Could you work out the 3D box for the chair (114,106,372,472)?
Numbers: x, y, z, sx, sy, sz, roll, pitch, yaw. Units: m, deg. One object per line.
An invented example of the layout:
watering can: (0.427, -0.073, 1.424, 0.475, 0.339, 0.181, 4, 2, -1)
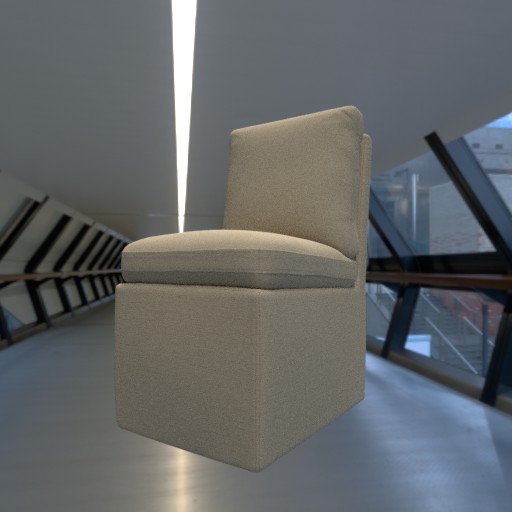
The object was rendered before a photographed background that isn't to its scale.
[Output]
chair: (0.000, 0.000, 1.329, 0.503, 0.927, 0.698, 0, -1, 35)
